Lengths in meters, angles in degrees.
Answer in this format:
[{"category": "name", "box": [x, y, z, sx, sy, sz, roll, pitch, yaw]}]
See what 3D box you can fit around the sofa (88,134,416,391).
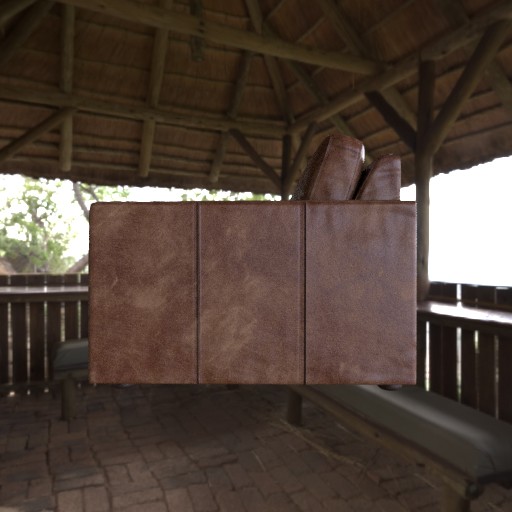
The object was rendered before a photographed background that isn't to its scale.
[{"category": "sofa", "box": [0.000, 0.000, 2.190, 1.041, 0.889, 1.626, 0, 0, 1]}]
